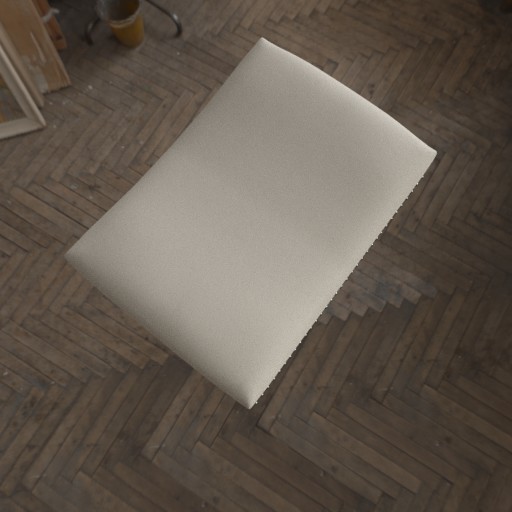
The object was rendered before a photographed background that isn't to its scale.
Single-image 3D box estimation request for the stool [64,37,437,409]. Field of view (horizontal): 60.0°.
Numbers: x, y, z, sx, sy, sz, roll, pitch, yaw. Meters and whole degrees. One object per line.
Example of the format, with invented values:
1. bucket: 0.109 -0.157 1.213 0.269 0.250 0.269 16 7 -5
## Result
1. stool: 0.000 0.000 1.017 0.372 0.742 0.504 37 79 9
